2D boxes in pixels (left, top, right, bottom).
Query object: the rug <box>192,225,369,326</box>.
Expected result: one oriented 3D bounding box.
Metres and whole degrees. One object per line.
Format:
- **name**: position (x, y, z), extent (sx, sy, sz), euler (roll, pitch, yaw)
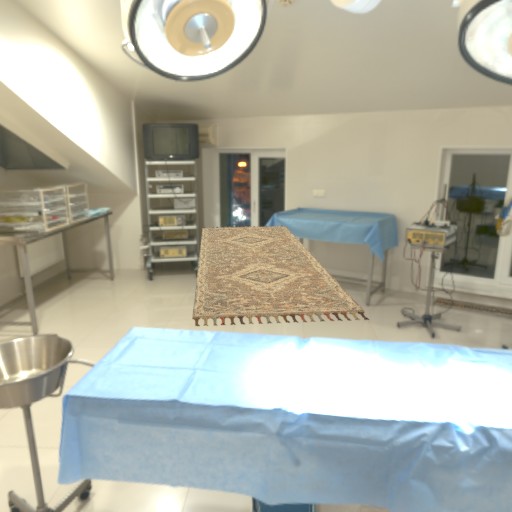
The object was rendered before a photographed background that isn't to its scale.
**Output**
- **rug**: position (0.000, 0.000, 2.903), extent (1.324, 0.018, 2.378), euler (3, 14, 10)
